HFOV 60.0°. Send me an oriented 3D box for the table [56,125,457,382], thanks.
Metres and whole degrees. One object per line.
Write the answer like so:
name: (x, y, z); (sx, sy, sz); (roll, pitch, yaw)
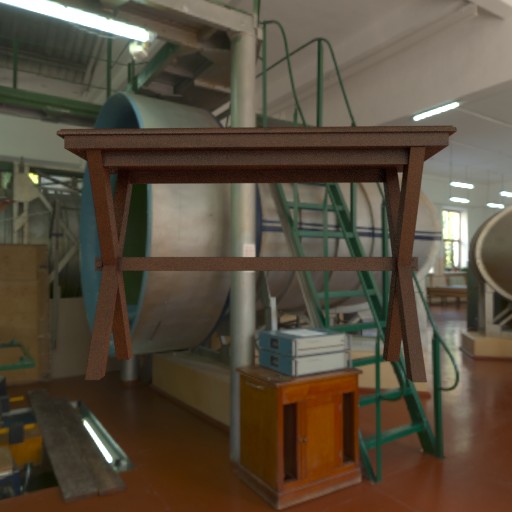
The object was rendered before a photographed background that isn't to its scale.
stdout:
table: (0.000, 0.000, 1.517); (1.197, 0.763, 0.399); (0, -1, 2)
